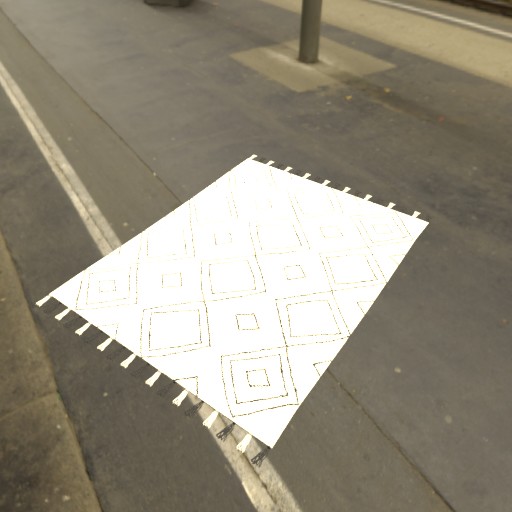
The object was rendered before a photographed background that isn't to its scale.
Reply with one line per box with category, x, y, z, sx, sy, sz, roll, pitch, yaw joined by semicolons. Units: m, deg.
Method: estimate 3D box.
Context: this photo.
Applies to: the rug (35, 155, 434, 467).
rug;0.000;0.000;4.237;2.342;0.026;3.221;25;47;26
